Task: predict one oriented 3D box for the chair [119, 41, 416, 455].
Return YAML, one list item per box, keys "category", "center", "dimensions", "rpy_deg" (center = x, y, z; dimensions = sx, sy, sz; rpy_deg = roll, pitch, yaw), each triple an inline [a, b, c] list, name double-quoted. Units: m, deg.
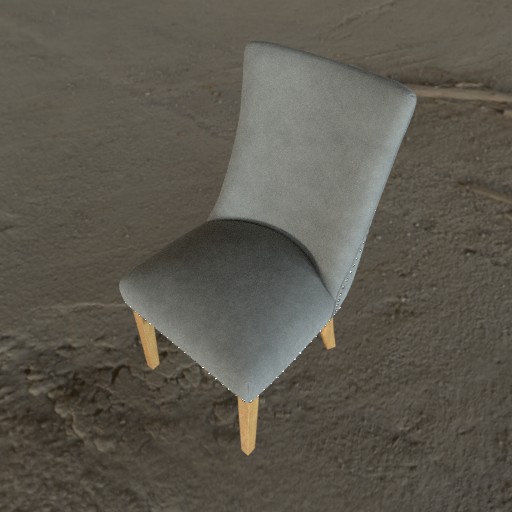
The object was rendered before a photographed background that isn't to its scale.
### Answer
- category: "chair"
  center: [0.000, 0.000, 1.218]
  dimensions: [0.495, 0.902, 0.610]
  rpy_deg: [32, 53, 28]
